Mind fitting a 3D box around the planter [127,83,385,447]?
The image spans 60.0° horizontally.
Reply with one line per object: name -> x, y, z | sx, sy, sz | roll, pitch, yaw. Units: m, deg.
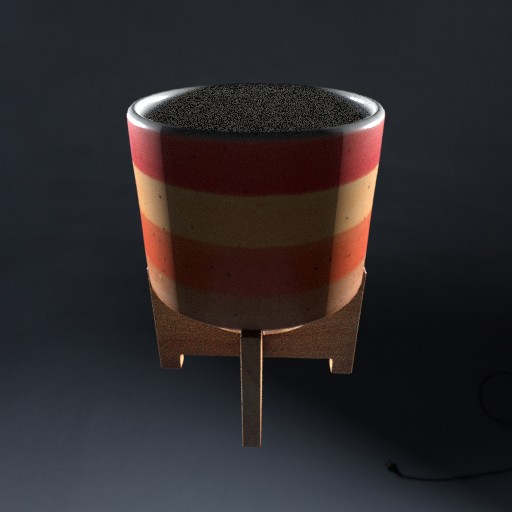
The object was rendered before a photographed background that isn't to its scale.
planter -> 0.000, 0.000, 0.402 | 0.199, 0.268, 0.199 | 0, 30, 0
